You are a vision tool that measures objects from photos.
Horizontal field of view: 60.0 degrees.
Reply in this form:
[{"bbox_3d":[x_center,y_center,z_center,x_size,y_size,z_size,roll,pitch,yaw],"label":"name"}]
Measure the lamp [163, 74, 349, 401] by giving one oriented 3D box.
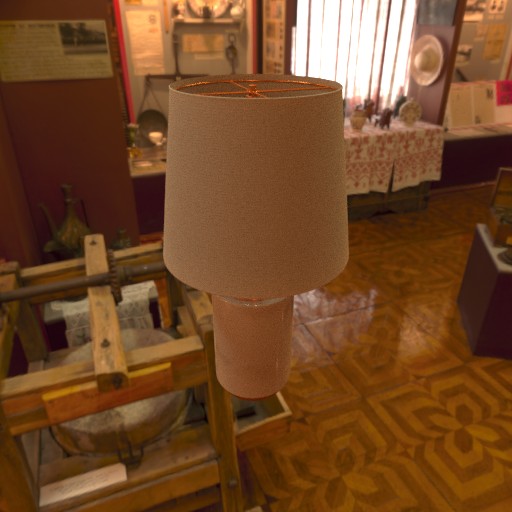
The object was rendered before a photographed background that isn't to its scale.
[{"bbox_3d":[0.000,0.000,0.465,0.189,0.340,0.189,0,29,0],"label":"lamp"}]
